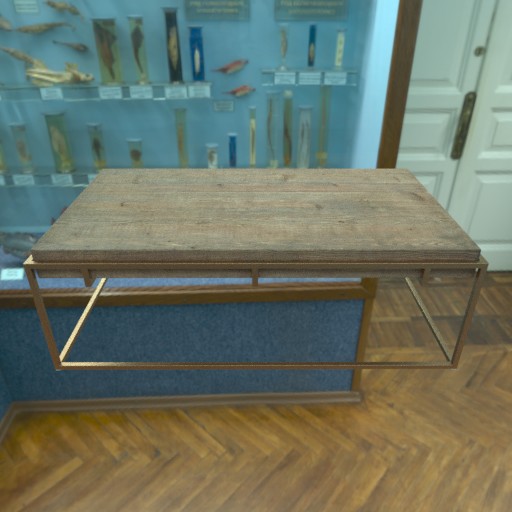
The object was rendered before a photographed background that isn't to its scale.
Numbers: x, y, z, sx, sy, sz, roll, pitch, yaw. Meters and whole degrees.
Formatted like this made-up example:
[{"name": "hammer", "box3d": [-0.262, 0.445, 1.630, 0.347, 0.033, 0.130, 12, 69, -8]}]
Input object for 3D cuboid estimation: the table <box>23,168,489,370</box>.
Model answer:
[{"name": "table", "box3d": [0.000, 0.000, 1.752, 1.387, 0.468, 0.775, 0, 30, 0]}]
